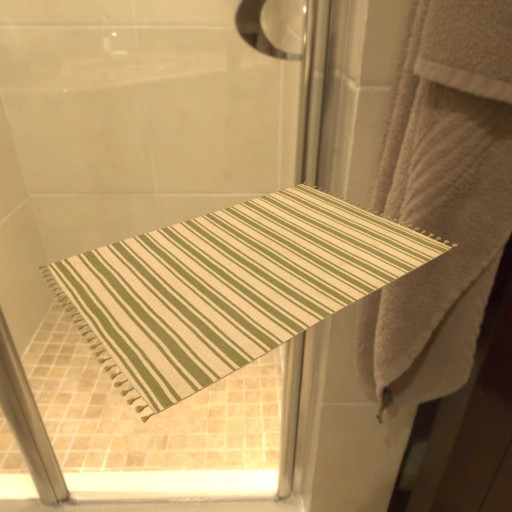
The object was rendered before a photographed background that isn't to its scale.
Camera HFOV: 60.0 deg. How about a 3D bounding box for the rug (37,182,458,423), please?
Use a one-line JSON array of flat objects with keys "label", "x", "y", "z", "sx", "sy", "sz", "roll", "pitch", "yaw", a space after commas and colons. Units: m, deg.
[{"label": "rug", "x": 0.000, "y": 0.000, "z": 2.994, "sx": 2.435, "sy": 0.018, "sz": 1.540, "roll": -22, "pitch": 37, "yaw": -32}]
